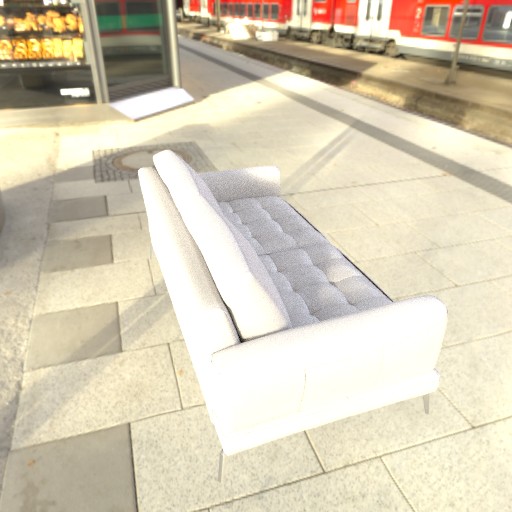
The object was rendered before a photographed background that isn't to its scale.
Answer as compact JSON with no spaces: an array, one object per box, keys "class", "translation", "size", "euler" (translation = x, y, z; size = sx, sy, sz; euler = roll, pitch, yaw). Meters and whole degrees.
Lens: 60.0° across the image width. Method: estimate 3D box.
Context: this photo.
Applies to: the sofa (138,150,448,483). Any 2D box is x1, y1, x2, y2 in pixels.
[{"class":"sofa","translation":[0.000,0.000,2.700],"size":[1.121,0.930,2.177],"euler":[-10,32,-17]}]
